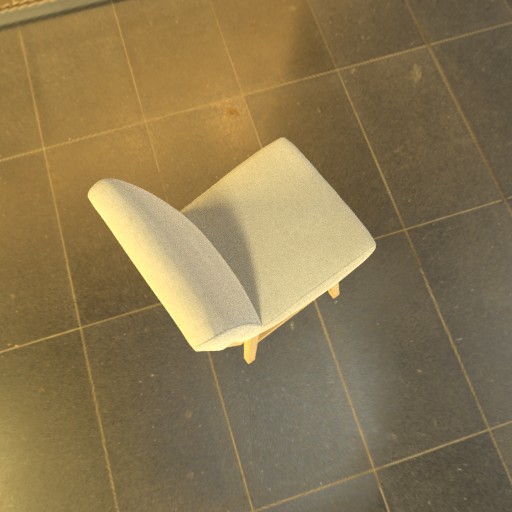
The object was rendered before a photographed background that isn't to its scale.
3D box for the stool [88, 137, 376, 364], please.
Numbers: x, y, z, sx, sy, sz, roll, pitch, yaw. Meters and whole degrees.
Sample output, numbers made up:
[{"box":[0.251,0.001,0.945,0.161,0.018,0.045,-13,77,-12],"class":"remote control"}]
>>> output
[{"box":[0.000,0.000,1.328,0.543,1.015,0.446,-36,78,-9],"class":"stool"}]
